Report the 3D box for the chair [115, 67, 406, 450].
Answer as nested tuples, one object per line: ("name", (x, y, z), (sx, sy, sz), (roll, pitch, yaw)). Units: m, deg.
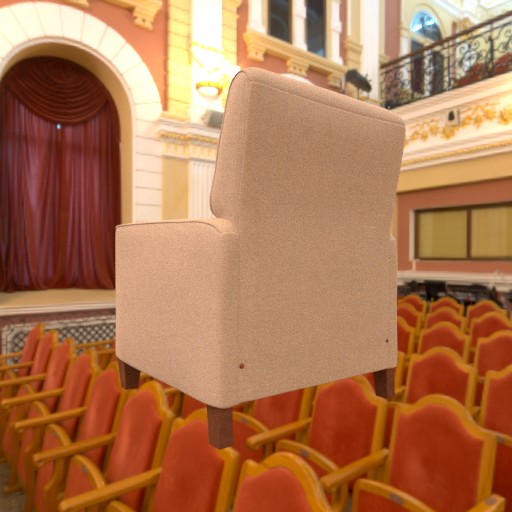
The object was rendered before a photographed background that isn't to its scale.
("chair", (0.000, 0.000, 1.656), (0.841, 1.023, 0.858), (0, -1, -37))
